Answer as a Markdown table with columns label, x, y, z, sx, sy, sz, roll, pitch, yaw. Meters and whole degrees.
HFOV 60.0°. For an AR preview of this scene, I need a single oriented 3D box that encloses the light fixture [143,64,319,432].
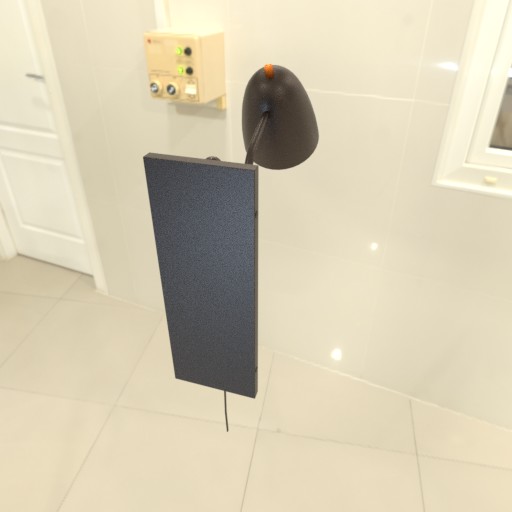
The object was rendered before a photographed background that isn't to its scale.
| label | x | y | z | sx | sy | sz | roll | pitch | yaw |
| --- | --- | --- | --- | --- | --- | --- | --- | --- | --- |
| light fixture | 0.000 | 0.000 | 0.918 | 0.162 | 0.715 | 0.499 | 10 | 35 | 14 |
